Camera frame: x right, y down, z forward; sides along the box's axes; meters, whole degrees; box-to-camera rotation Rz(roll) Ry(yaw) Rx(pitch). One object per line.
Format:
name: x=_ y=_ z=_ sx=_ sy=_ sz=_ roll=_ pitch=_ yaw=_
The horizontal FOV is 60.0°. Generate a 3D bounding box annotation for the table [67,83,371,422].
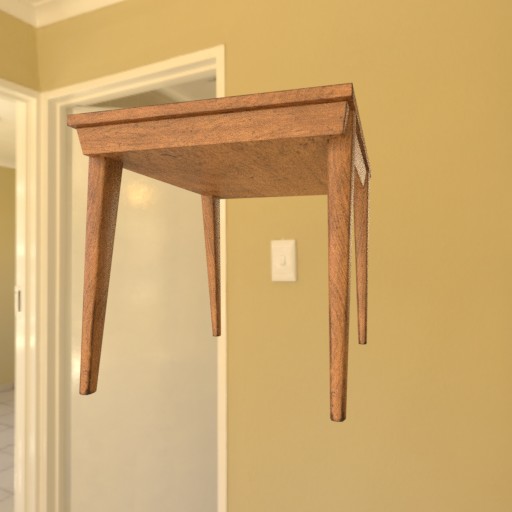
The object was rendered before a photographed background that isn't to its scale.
table: x=0.000 y=0.000 z=1.579 sx=0.757 sy=0.760 sz=1.027 roll=0 pitch=0 yaw=17
